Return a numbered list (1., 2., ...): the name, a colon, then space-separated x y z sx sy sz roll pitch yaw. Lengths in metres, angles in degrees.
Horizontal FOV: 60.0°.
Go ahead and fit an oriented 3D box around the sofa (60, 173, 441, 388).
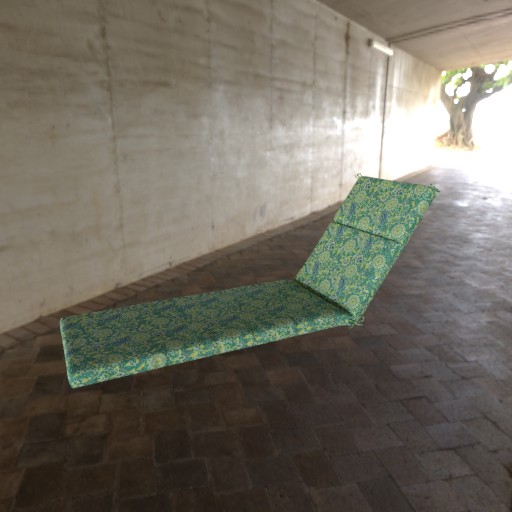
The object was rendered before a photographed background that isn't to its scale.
1. sofa: 0.000 0.000 1.994 1.663 0.622 0.582 -8 18 -25
